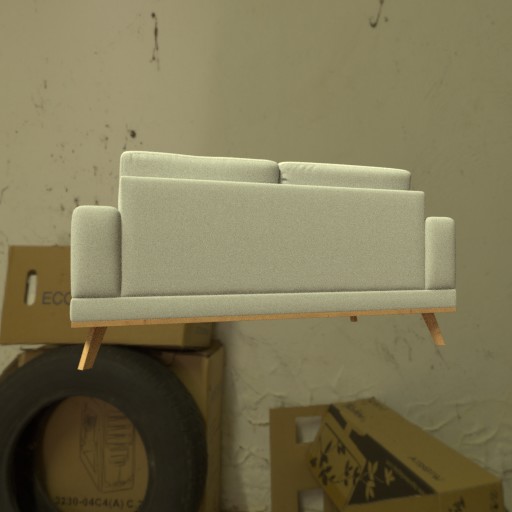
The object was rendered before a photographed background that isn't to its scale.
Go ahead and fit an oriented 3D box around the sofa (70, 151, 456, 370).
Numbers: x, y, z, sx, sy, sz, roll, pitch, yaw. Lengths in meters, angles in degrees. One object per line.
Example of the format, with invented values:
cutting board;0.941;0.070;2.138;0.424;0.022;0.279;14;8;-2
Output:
sofa;0.000;0.000;2.170;1.651;0.810;0.915;0;0;-17
